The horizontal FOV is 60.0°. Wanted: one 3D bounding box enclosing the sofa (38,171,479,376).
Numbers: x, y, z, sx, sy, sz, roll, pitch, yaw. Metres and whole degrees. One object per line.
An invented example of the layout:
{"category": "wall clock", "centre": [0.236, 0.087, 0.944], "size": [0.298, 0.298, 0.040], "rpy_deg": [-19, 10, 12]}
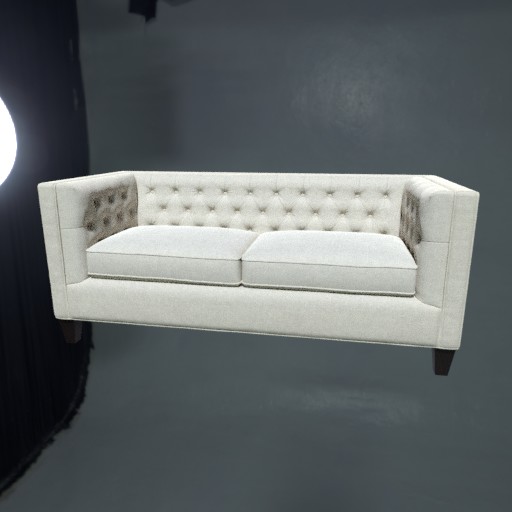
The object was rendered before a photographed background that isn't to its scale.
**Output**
{"category": "sofa", "centre": [0.000, 0.000, 2.203], "size": [1.778, 0.762, 0.775], "rpy_deg": [3, 15, 10]}
